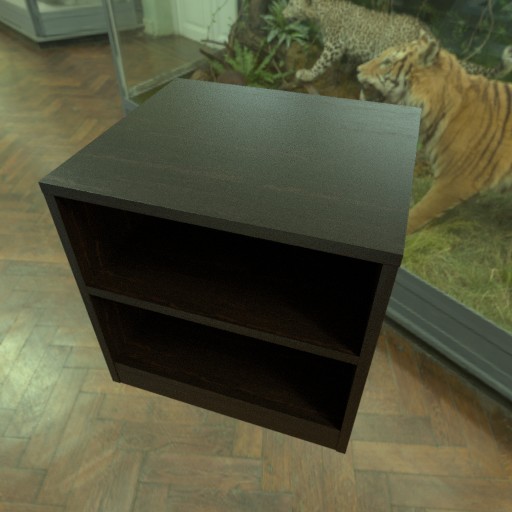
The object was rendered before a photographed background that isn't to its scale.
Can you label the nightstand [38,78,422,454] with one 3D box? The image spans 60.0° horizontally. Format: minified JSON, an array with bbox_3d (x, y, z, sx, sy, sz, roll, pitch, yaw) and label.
[{"bbox_3d":[0.000,0.000,0.862,0.489,0.487,0.427,12,42,14],"label":"nightstand"}]
